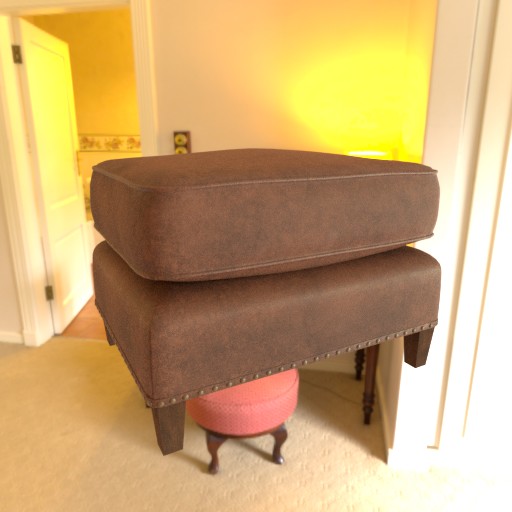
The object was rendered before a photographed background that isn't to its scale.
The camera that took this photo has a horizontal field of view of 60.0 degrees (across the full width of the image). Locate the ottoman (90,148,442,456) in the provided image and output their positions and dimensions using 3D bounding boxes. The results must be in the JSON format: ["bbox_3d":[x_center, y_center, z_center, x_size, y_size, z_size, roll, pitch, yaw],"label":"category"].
[{"bbox_3d":[0.000,0.000,1.137,0.738,0.537,0.589,-8,18,-27],"label":"ottoman"}]
